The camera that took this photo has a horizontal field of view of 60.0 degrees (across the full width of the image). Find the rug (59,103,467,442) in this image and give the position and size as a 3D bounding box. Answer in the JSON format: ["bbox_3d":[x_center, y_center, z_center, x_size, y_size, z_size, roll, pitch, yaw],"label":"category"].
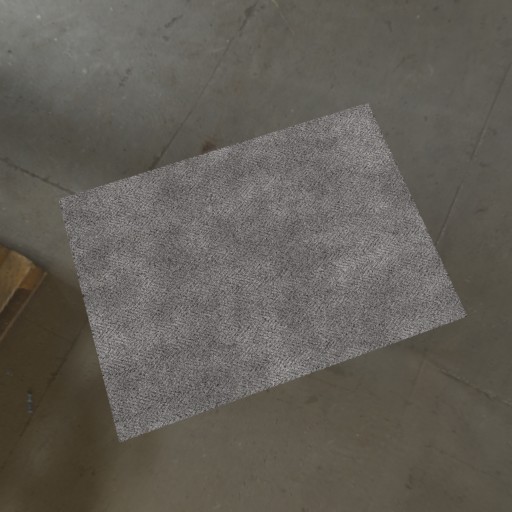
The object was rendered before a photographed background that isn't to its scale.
[{"bbox_3d":[0.000,0.000,2.863,2.235,0.008,1.600,-19,76,-5],"label":"rug"}]
